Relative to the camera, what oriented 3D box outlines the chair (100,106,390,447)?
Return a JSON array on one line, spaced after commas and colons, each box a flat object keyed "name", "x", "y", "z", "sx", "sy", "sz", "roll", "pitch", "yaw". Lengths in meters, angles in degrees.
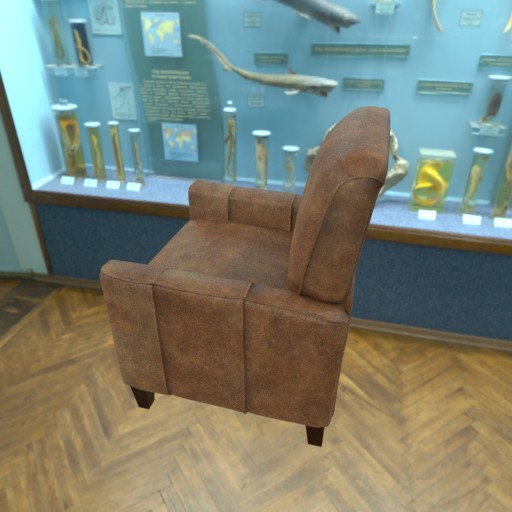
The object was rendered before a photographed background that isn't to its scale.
[{"name": "chair", "x": 0.000, "y": 0.000, "z": 1.672, "sx": 0.836, "sy": 1.043, "sz": 0.843, "roll": 8, "pitch": 31, "yaw": 13}]
